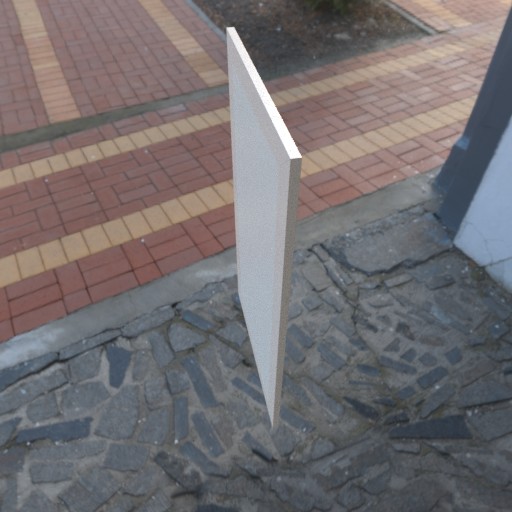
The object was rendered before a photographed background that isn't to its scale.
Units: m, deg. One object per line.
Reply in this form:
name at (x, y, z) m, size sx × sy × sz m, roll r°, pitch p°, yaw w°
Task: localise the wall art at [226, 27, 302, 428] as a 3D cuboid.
wall art at (0.000, 0.000, 0.836) m, size 0.013 × 0.683 × 0.380 m, roll -9°, pitch 47°, yaw -9°
